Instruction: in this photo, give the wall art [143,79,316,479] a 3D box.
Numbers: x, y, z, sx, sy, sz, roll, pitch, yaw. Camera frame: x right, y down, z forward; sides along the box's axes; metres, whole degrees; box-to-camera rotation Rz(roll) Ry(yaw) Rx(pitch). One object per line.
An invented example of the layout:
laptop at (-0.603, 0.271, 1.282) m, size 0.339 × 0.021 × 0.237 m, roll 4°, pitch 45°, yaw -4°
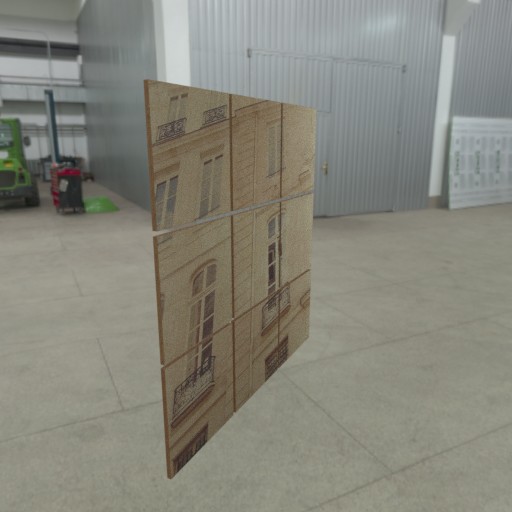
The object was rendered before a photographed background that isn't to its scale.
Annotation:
wall art at (0.000, 0.000, 1.358) m, size 0.018 × 0.913 × 0.915 m, roll 8°, pitch 16°, yaw 27°
